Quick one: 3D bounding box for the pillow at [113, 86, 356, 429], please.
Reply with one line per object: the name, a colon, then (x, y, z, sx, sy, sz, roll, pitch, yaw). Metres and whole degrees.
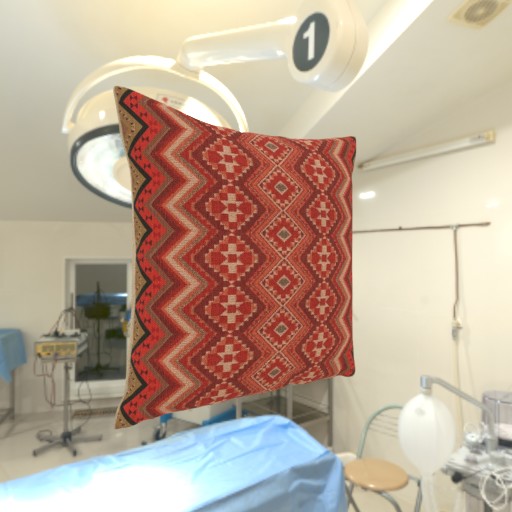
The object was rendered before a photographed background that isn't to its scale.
pillow: (0.000, 0.000, 0.800, 0.513, 0.511, 0.158, 0, 0, -35)
